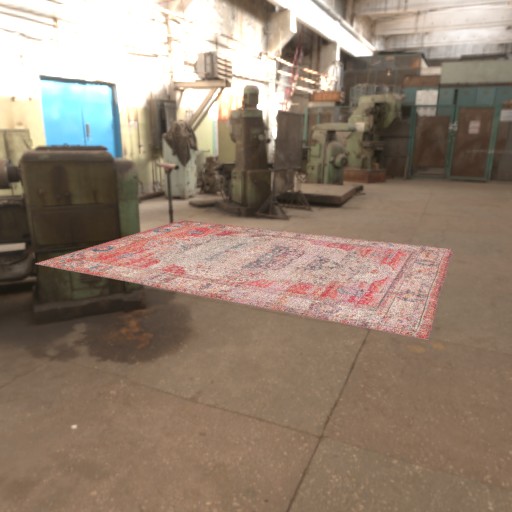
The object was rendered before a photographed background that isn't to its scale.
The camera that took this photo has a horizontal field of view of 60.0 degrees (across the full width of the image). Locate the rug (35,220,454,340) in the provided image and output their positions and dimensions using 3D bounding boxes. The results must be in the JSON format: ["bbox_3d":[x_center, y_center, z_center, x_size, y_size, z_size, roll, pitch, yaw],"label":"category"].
[{"bbox_3d":[0.000,0.000,2.310,1.829,0.006,1.219,8,18,26],"label":"rug"}]
